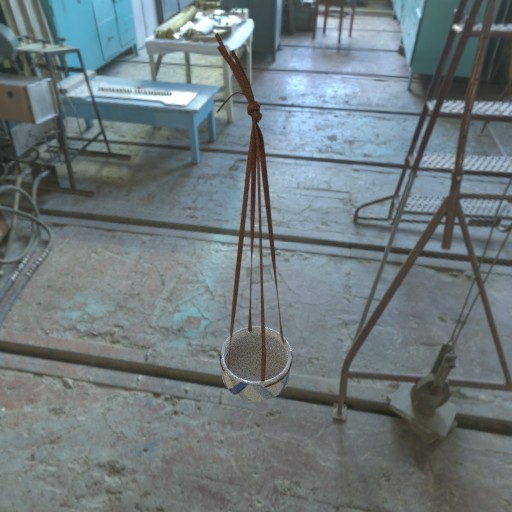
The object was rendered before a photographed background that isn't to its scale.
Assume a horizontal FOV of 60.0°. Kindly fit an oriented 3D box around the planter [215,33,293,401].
[{"bbox_3d":[0.000,0.000,0.819,0.166,0.751,0.166,-24,45,-26],"label":"planter"}]
